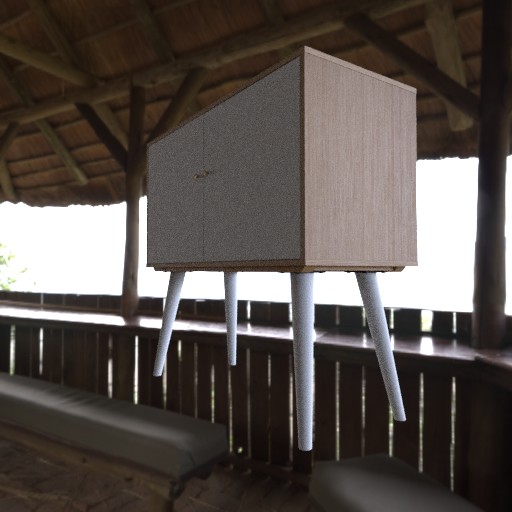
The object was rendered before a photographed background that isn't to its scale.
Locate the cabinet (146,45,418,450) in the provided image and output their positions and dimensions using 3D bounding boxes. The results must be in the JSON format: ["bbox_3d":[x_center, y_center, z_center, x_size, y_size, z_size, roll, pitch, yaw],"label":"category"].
[{"bbox_3d":[0.000,0.000,1.651,0.470,1.016,1.057,1,-2,-35],"label":"cabinet"}]
